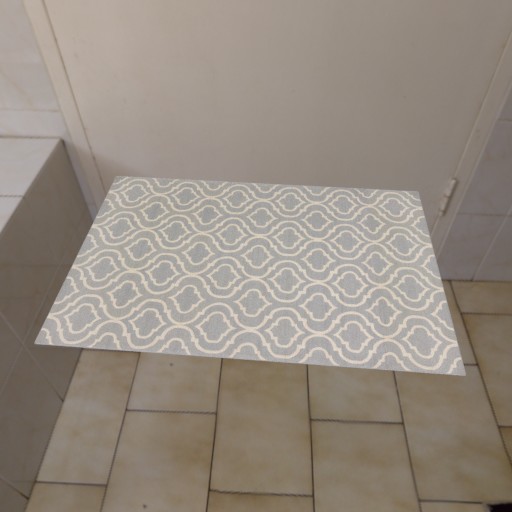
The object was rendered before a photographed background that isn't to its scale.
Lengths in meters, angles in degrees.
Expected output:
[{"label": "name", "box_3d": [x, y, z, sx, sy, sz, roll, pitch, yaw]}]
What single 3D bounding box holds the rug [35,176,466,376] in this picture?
[{"label": "rug", "box_3d": [0.000, 0.000, 2.174, 1.749, 0.015, 1.141, 3, 47, 3]}]
